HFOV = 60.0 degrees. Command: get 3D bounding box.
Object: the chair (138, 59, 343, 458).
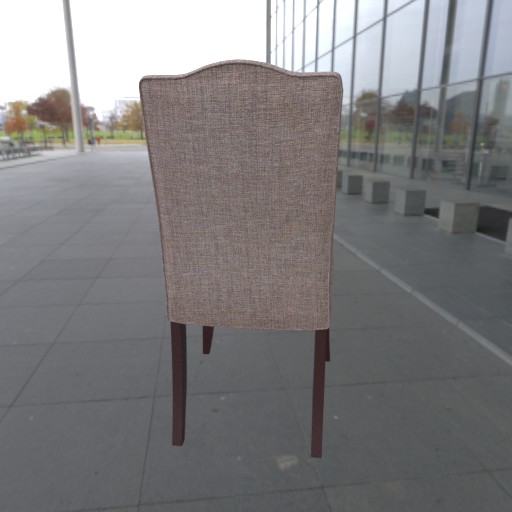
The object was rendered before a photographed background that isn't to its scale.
[{"bbox_3d":[0.000,0.000,1.351,0.513,1.016,0.660,2,15,7],"label":"chair"}]
